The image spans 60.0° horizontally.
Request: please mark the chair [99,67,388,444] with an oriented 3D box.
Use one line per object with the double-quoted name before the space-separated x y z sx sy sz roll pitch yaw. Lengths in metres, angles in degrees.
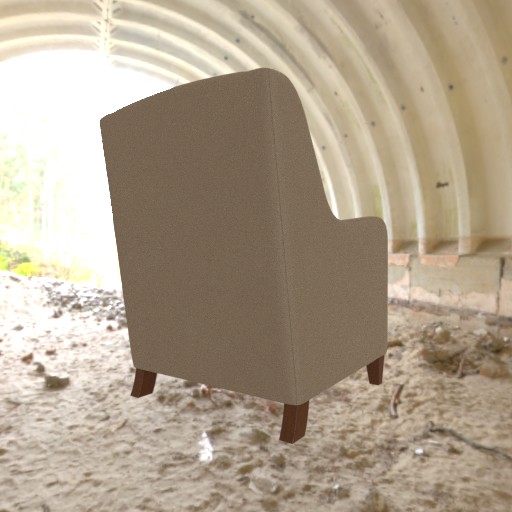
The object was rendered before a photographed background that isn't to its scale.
"chair" 0.000 0.000 1.638 0.715 1.010 0.863 0 1 36
